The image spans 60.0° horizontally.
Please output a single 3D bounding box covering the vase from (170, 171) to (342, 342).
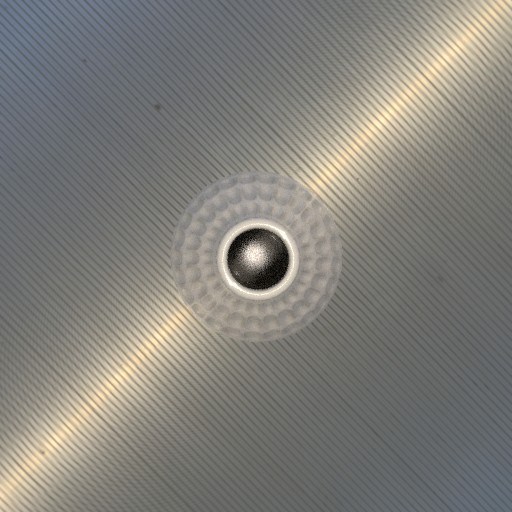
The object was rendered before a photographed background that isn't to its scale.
[{"bbox_3d":[0.000,0.000,0.346,0.127,0.282,0.127,0,91,0],"label":"vase"}]
